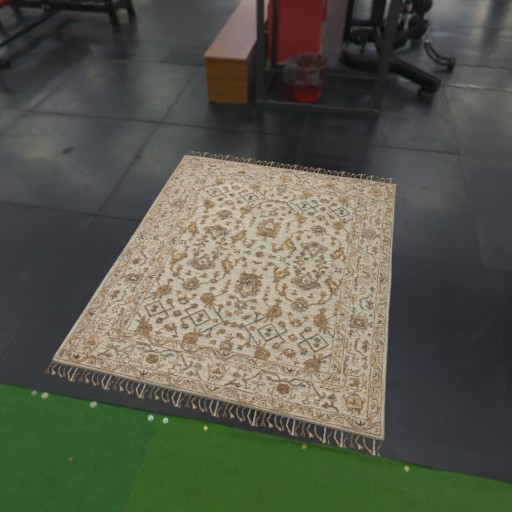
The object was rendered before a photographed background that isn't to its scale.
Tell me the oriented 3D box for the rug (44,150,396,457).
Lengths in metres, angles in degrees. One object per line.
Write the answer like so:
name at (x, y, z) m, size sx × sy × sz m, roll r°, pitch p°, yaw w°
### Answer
rug at (0.000, 0.000, 4.029) m, size 2.426 × 0.034 × 3.061 m, roll 10°, pitch 46°, yaw 10°
